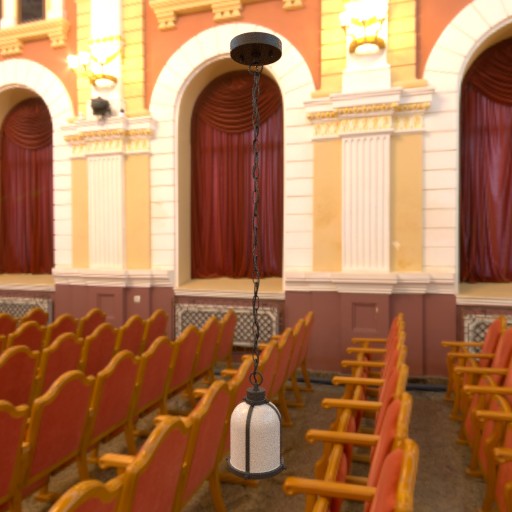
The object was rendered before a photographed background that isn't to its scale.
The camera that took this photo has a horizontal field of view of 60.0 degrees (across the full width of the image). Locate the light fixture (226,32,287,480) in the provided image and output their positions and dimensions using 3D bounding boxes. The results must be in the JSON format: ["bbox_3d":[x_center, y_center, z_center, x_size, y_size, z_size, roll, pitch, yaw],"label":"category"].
[{"bbox_3d":[0.000,0.000,1.244,0.178,1.181,0.178,0,1,18],"label":"light fixture"}]
